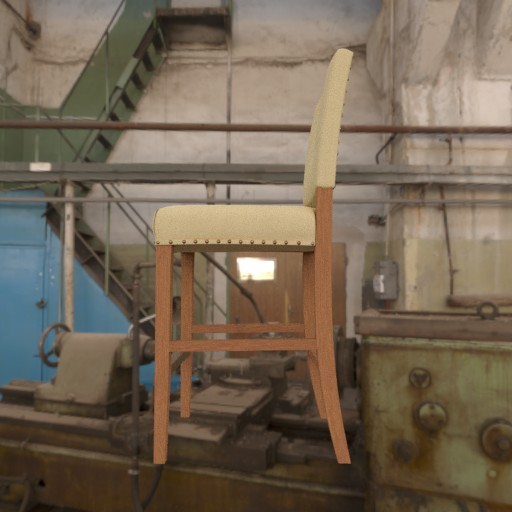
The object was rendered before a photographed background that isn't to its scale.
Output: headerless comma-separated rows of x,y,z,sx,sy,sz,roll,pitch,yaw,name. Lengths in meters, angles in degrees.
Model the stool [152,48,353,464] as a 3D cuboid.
0.000,0.000,1.459,0.584,1.168,0.445,0,-2,1,stool
